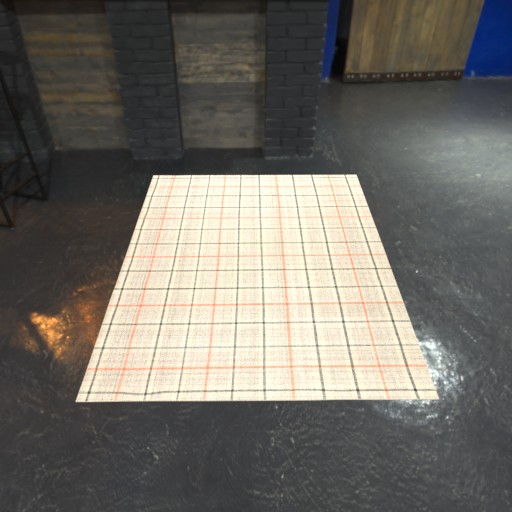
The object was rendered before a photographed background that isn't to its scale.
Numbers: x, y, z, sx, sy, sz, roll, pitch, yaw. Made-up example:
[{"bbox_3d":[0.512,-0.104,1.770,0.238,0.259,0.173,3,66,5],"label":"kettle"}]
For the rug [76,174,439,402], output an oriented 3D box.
[{"bbox_3d":[0.000,0.000,4.146,2.444,0.012,3.048,0,40,0],"label":"rug"}]
